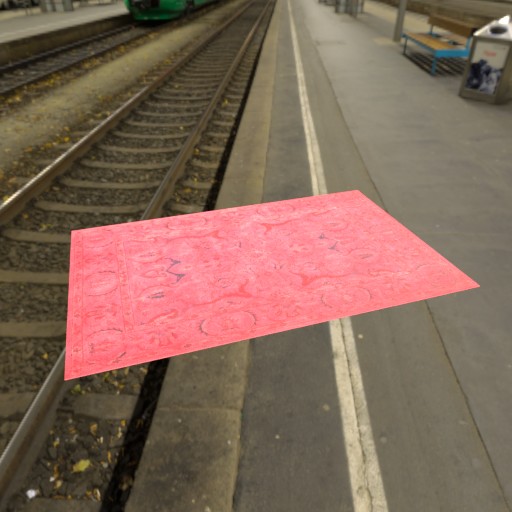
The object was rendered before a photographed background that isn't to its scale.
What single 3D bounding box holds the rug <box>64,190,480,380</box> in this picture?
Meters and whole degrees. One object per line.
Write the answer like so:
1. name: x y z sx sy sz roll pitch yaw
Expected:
1. rug: 0.000 0.000 3.045 2.423 0.010 1.534 -10 34 -15
